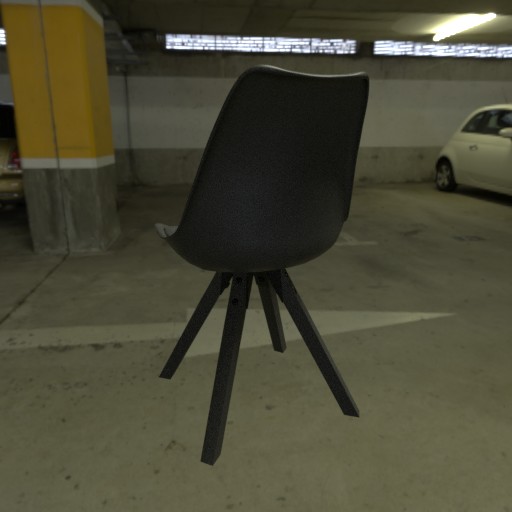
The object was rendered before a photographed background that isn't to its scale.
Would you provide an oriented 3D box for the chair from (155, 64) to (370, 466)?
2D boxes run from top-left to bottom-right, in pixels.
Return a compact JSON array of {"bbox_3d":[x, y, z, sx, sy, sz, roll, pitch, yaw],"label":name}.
[{"bbox_3d":[0.000,0.000,1.157,0.485,0.850,0.550,-7,17,-24],"label":"chair"}]
